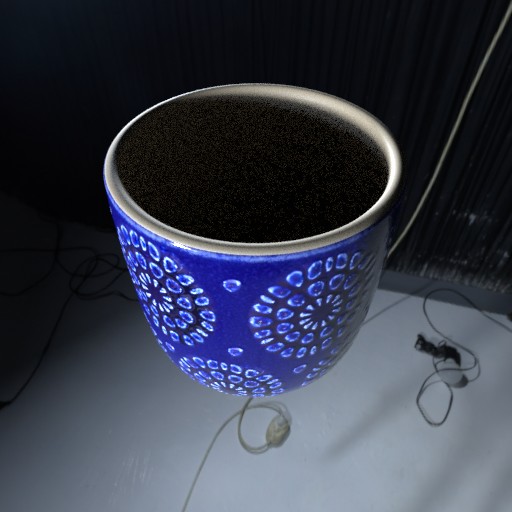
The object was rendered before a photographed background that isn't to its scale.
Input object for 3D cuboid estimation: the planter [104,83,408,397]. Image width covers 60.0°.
[{"bbox_3d":[0.000,0.000,0.200,0.109,0.112,0.109,0,46,0],"label":"planter"}]
